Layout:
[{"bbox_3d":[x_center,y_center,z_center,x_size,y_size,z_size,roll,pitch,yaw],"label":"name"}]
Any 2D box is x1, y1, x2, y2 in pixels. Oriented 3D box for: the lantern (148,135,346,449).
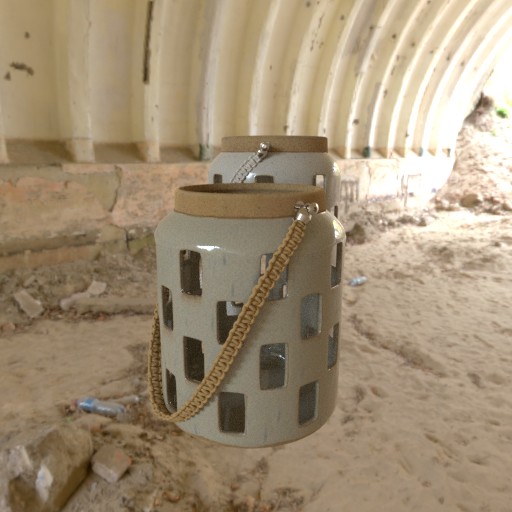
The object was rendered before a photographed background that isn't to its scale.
[{"bbox_3d":[0.000,0.000,0.482,0.184,0.255,0.347,2,13,9],"label":"lantern"}]
